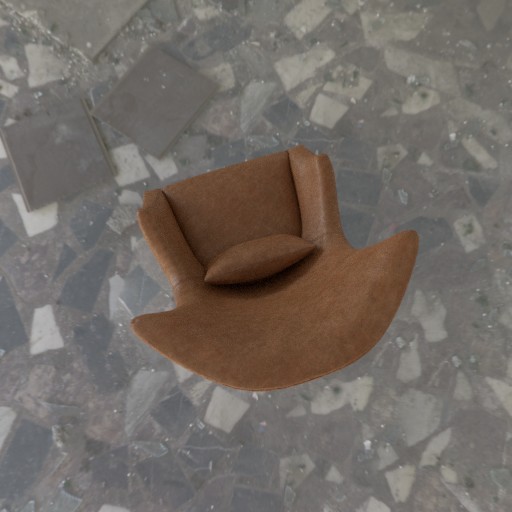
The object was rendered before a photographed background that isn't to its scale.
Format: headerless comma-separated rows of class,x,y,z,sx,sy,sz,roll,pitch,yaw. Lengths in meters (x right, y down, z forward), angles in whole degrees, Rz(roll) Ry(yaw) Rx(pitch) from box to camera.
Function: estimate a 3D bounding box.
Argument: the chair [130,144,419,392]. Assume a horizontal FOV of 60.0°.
chair,0.000,0.000,1.740,0.846,1.067,0.955,-18,77,-4
